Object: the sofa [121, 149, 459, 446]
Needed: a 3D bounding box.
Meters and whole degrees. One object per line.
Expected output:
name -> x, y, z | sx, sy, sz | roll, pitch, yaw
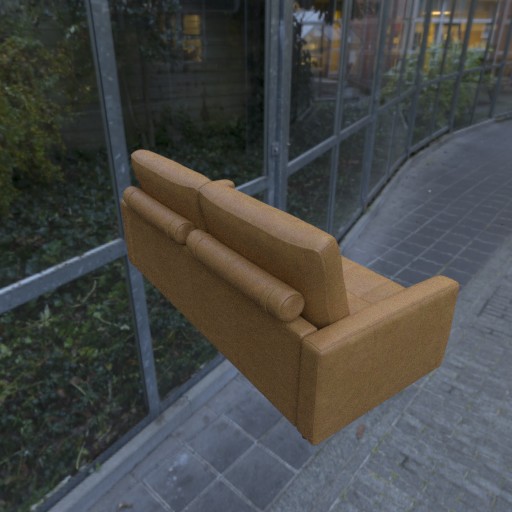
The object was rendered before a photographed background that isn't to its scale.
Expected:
sofa -> 0.000, 0.000, 2.308 | 0.850, 0.898, 1.821 | -17, 31, -31
